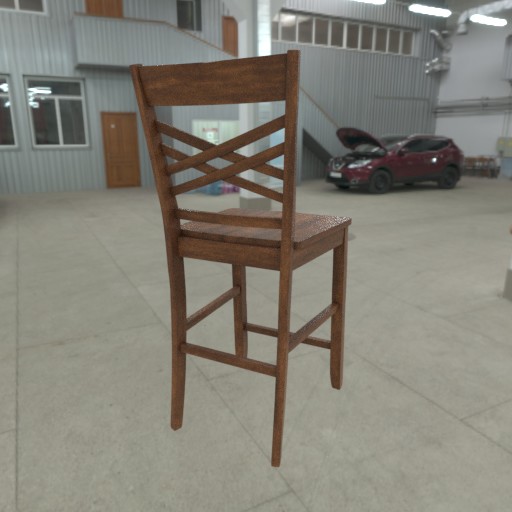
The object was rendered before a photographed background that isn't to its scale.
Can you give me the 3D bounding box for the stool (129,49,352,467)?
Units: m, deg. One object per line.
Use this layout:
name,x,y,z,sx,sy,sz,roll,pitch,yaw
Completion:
stool,0.000,0.000,1.382,0.462,1.079,0.539,8,17,26
